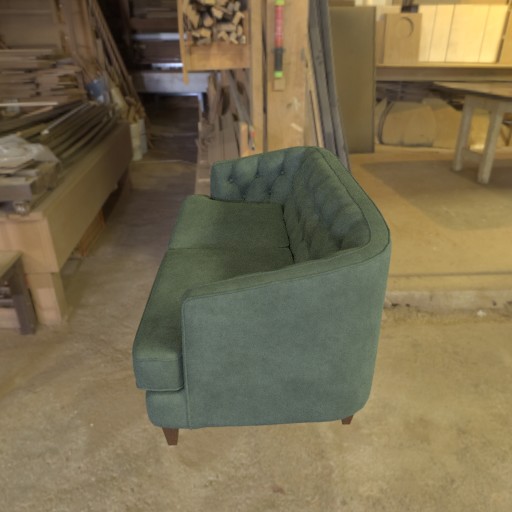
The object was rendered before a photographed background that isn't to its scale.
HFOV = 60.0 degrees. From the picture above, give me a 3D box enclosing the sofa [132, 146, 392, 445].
[{"bbox_3d":[0.000,0.000,2.288,0.941,0.855,1.733,-1,26,-2],"label":"sofa"}]
